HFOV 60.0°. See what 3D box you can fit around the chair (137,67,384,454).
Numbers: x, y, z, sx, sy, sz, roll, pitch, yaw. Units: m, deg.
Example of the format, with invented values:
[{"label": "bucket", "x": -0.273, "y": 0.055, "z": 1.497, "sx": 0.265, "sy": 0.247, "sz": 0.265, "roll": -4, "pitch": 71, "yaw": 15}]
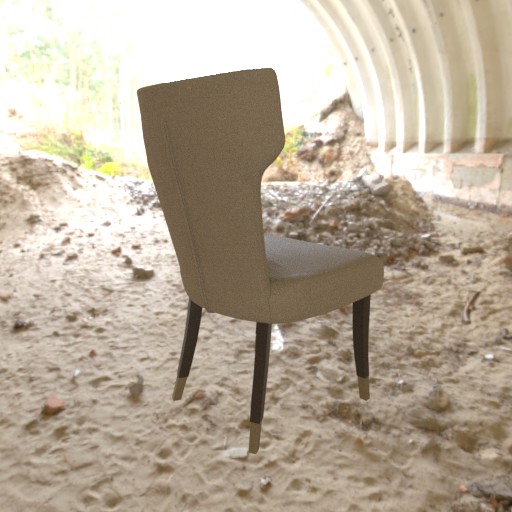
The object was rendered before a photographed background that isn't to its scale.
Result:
[{"label": "chair", "x": 0.000, "y": 0.000, "z": 1.329, "sx": 0.630, "sy": 0.955, "sz": 0.526, "roll": -13, "pitch": 18, "yaw": -43}]
